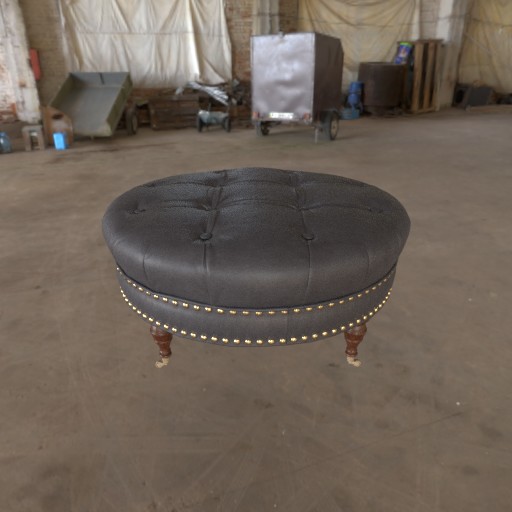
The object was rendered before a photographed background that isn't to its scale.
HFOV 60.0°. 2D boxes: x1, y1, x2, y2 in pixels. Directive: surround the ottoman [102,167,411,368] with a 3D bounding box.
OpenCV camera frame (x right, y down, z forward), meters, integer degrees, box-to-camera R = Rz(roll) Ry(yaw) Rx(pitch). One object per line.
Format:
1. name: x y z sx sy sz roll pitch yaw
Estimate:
1. ottoman: 0.000 0.000 1.414 0.901 0.439 0.901 0 24 0
